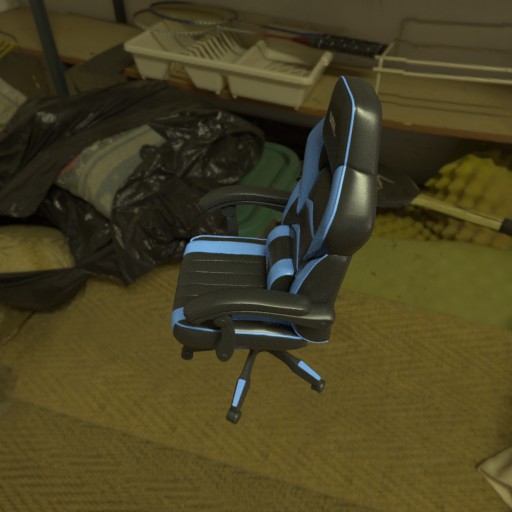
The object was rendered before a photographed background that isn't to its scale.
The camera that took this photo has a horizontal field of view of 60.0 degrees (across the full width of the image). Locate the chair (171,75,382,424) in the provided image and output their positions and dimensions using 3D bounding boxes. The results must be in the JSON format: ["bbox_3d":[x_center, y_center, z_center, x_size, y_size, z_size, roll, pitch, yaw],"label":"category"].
[{"bbox_3d":[0.000,0.000,1.676,0.700,1.280,0.700,0,42,-1],"label":"chair"}]
